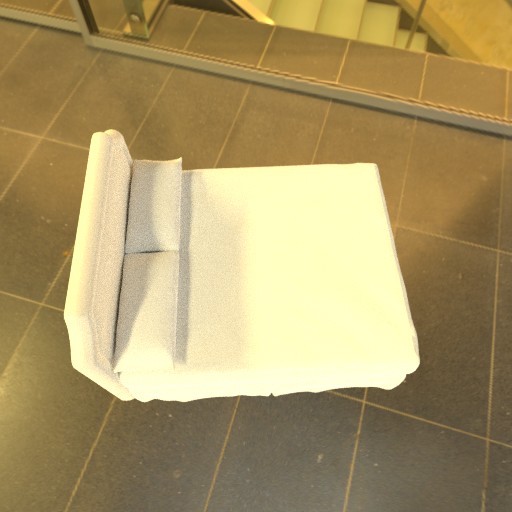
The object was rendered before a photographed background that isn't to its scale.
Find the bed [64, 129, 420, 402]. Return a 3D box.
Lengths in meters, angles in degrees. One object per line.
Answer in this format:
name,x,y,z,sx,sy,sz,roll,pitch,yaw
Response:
bed,0.000,0.000,3.852,2.548,1.524,2.134,-3,63,-1
